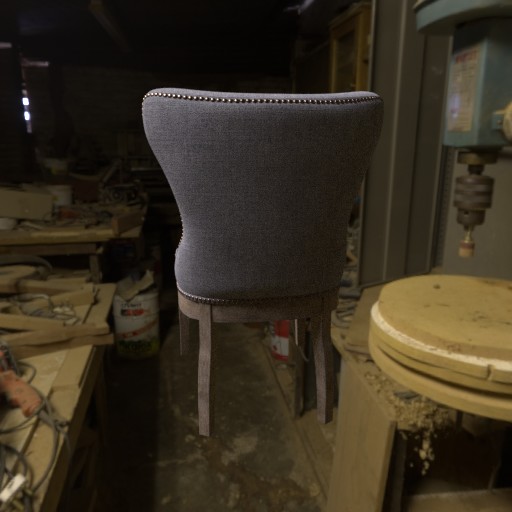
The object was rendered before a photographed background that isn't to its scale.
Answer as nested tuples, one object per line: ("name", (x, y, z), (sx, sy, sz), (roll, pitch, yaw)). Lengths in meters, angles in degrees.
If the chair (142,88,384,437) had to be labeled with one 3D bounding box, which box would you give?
("chair", (0.000, 0.000, 1.478), (0.654, 1.002, 0.681), (-2, 15, -9))
